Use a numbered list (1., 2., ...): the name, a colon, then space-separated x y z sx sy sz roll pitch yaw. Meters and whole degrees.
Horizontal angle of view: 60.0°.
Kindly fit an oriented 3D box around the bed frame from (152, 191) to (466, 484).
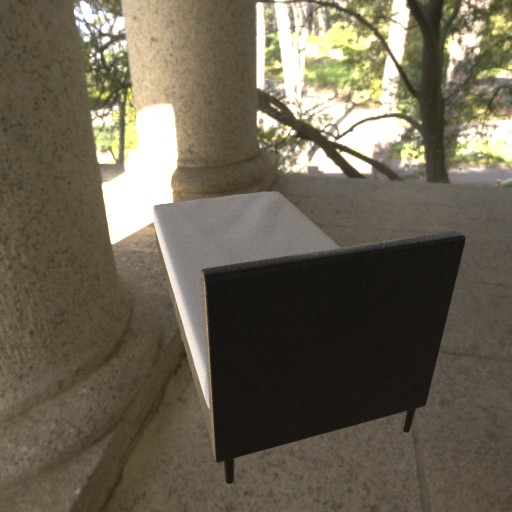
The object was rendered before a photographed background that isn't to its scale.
1. bed frame: 0.000 0.000 2.525 1.038 1.046 2.152 -8 29 -16
